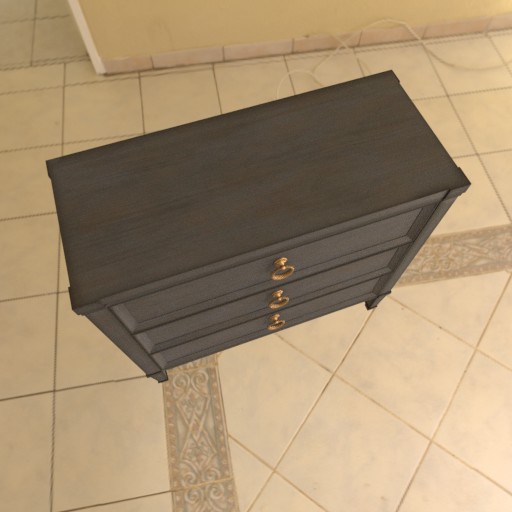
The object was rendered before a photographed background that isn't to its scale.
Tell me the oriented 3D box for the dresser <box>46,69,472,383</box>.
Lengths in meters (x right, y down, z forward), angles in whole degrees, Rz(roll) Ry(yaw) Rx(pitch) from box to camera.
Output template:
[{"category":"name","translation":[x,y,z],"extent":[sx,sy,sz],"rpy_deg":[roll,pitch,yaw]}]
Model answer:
[{"category":"dresser","translation":[0.000,0.000,1.624],"extent":[1.049,0.986,0.463],"rpy_deg":[-18,65,-9]}]
